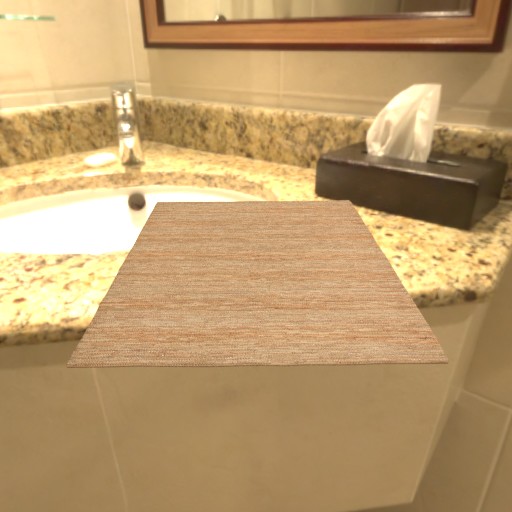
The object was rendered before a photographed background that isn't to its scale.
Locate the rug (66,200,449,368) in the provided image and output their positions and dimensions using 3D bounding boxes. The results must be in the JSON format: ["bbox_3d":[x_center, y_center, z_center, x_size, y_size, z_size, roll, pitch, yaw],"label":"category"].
[{"bbox_3d":[0.000,0.000,3.944,2.313,0.009,2.939,0,26,-1],"label":"rug"}]
